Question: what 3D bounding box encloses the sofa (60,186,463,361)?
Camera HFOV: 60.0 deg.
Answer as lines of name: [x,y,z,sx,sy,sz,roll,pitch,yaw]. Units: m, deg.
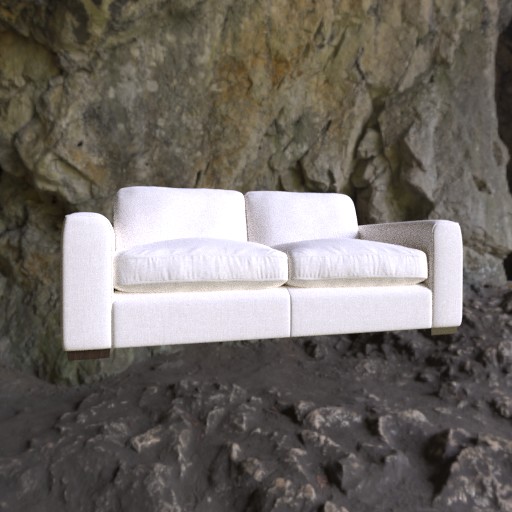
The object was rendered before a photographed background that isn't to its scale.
sofa: [0.000,0.000,2.482,1.920,0.801,1.069,0,1,-17]
